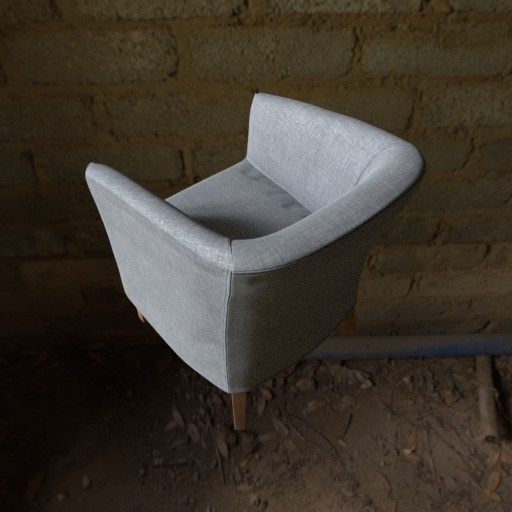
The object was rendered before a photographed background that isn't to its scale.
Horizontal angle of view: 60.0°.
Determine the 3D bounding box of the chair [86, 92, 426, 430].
[{"bbox_3d":[0.000,0.000,1.256,0.600,0.771,0.668,-33,55,-27],"label":"chair"}]
